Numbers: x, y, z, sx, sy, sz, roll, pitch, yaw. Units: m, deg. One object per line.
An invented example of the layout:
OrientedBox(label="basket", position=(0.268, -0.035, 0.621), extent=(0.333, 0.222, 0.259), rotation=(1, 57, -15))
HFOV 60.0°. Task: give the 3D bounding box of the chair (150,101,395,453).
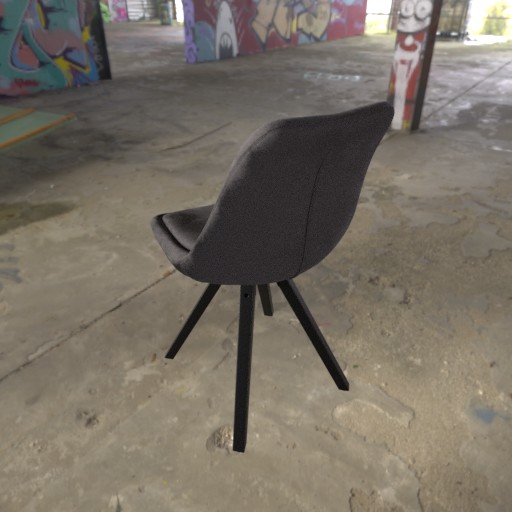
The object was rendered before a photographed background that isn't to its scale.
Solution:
OrientedBox(label="chair", position=(0.000, 0.000, 1.169), extent=(0.476, 0.850, 0.550), rotation=(-19, 36, -28))
